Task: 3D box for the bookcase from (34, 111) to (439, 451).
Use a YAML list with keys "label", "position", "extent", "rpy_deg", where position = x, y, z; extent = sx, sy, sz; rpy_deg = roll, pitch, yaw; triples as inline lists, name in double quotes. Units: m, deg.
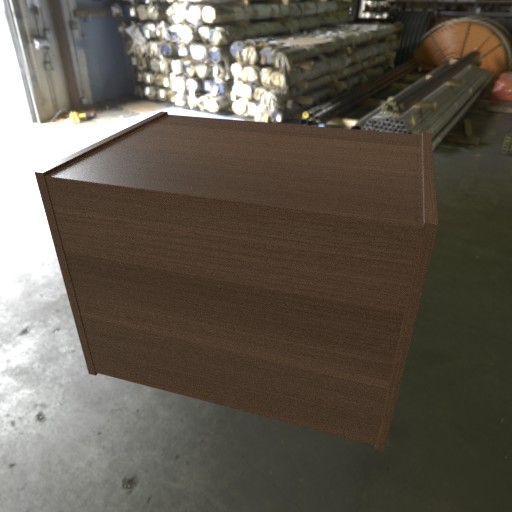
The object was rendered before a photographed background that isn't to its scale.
- label: "bookcase"
  position: [0.000, 0.000, 0.625]
  extent: [0.415, 0.305, 0.290]
  rpy_deg: [9, 32, 15]
